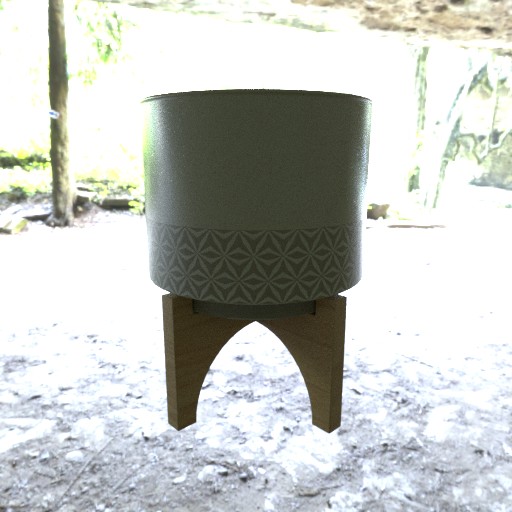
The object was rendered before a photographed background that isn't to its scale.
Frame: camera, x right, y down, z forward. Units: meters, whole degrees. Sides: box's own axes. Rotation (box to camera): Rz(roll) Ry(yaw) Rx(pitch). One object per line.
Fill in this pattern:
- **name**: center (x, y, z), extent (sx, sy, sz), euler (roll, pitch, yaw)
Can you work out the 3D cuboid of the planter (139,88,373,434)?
- **planter**: center (0.000, 0.000, 0.398), extent (0.188, 0.260, 0.188), euler (0, 13, 0)
